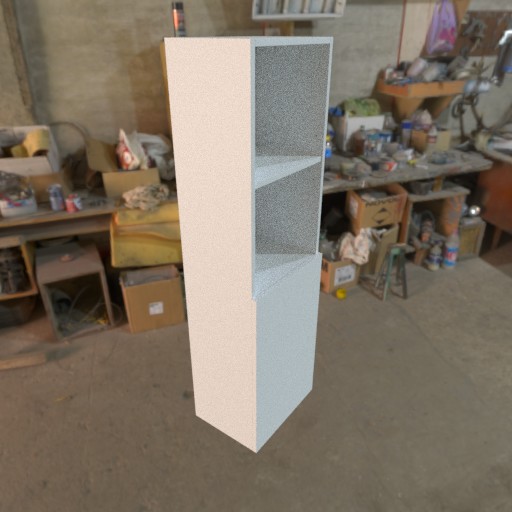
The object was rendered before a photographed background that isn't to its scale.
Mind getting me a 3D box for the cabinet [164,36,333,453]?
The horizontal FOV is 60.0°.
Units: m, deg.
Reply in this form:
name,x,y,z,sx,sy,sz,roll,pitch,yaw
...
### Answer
name,x,y,z,sx,sy,sz,roll,pitch,yaw
cabinet,0.000,0.000,1.525,0.300,1.350,0.400,19,32,32
